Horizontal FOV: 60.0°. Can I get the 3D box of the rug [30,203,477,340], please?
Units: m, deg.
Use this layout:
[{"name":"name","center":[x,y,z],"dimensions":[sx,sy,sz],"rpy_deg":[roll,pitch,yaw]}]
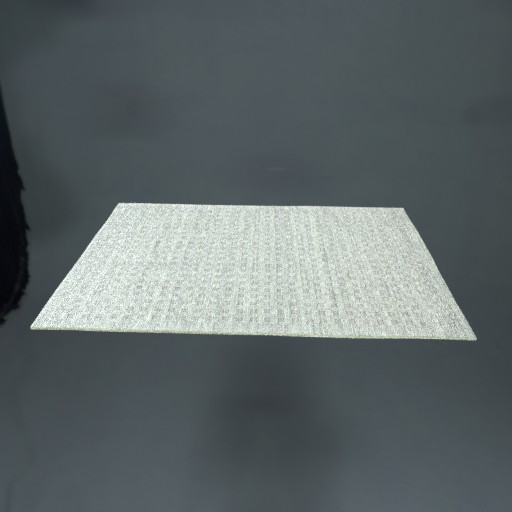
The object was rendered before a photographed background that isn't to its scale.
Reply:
[{"name":"rug","center":[0.000,0.000,2.915],"dimensions":[2.297,0.018,1.532],"rpy_deg":[1,32,2]}]
